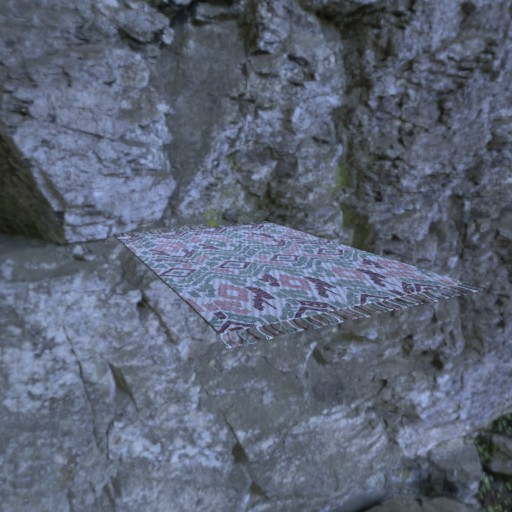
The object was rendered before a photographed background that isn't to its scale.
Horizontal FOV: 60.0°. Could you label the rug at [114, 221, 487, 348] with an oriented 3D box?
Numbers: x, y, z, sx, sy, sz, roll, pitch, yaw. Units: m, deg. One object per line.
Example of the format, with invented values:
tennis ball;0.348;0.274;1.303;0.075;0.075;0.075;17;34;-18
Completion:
rug;0.000;0.000;3.055;1.524;0.011;2.438;-7;16;-27
